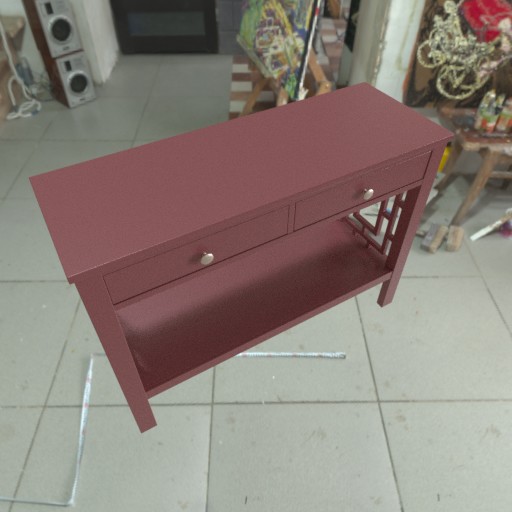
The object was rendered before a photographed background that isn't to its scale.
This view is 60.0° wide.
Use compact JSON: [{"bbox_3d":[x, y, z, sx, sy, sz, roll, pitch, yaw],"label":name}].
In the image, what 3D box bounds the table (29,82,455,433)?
[{"bbox_3d":[0.000,0.000,1.430,1.068,0.753,0.397,-23,50,-21],"label":"table"}]
